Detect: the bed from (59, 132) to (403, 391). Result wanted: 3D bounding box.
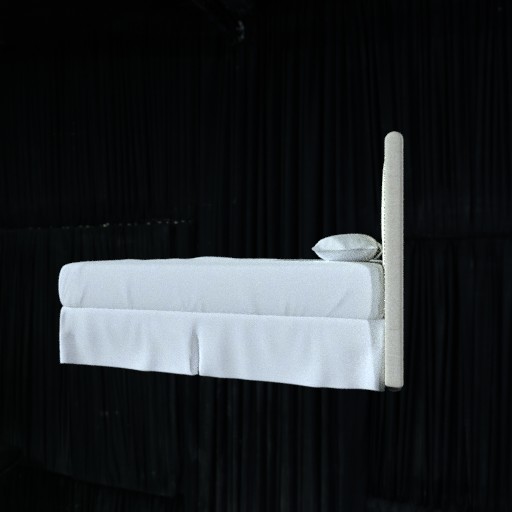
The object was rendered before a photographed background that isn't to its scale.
[{"bbox_3d":[0.000,0.000,3.495,2.182,1.421,2.083,0,0,17],"label":"bed"}]
